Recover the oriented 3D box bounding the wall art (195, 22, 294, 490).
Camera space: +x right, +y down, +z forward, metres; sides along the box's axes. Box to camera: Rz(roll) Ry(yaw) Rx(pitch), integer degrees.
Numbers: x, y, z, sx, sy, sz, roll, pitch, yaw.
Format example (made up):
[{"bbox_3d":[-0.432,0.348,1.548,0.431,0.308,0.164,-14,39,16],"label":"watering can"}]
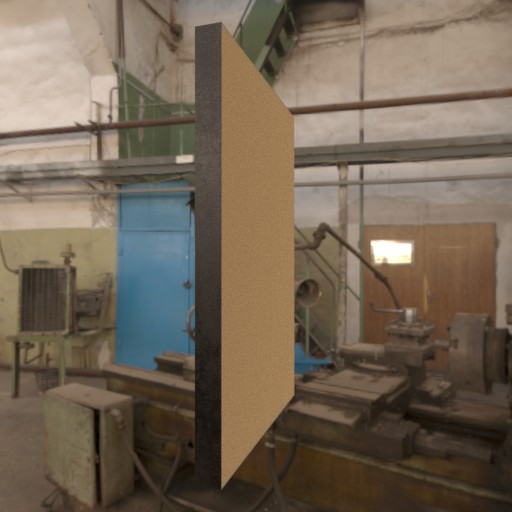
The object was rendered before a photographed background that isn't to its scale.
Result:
[{"bbox_3d":[0.000,0.000,0.587,0.031,0.457,0.313,0,0,18],"label":"wall art"}]
